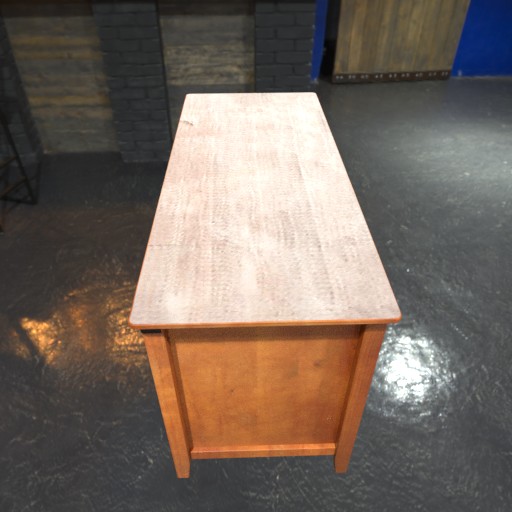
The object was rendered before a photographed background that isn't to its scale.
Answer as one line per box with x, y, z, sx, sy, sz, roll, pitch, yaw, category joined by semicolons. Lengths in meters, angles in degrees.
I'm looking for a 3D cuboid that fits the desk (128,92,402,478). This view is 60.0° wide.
0.000;0.000;1.677;0.574;0.756;1.353;-1;39;-1;desk
